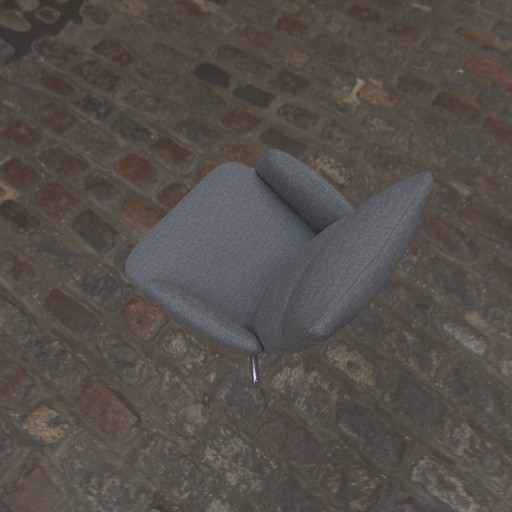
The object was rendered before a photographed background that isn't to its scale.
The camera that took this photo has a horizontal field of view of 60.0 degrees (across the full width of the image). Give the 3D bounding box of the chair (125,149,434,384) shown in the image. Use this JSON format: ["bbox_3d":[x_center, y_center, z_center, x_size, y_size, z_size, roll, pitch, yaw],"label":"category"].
[{"bbox_3d":[0.000,0.000,1.549,0.831,0.984,0.702,35,68,16],"label":"chair"}]
